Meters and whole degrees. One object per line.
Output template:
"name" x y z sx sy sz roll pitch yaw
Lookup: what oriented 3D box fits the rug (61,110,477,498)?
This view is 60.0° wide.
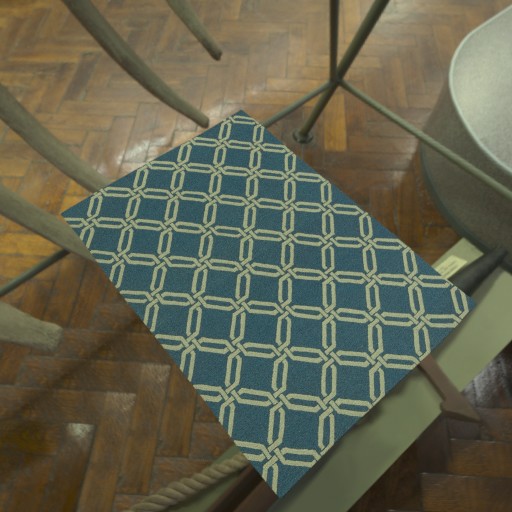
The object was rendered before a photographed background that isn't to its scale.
"rug" 0.000 0.000 2.685 1.524 0.013 2.135 -36 65 -20
